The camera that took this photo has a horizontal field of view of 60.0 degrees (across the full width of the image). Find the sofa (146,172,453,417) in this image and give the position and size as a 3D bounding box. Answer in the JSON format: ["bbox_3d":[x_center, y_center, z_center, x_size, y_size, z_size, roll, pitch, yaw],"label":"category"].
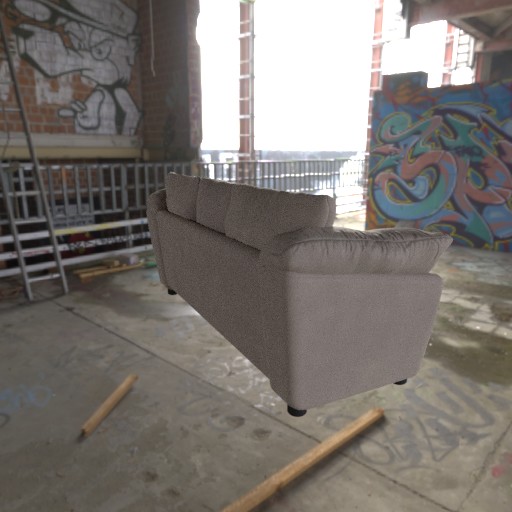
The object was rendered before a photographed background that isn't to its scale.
[{"bbox_3d":[0.000,0.000,2.867,0.878,0.996,2.334,-7,15,-26],"label":"sofa"}]
